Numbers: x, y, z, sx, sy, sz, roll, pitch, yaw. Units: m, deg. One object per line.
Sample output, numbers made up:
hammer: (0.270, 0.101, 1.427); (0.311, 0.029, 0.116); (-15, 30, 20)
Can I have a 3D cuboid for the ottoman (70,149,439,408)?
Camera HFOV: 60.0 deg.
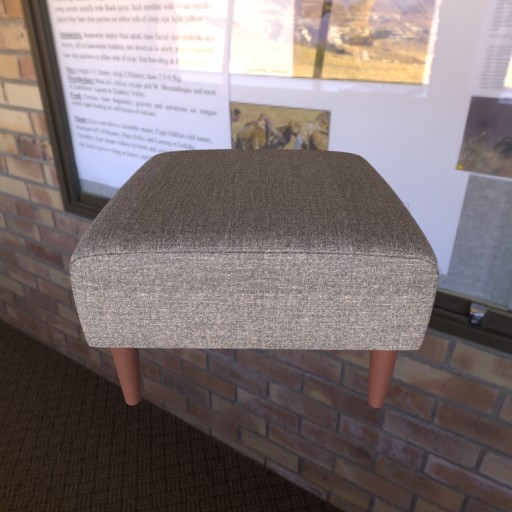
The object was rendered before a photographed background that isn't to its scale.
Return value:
ottoman: (0.000, 0.000, 1.081); (0.648, 0.399, 0.655); (0, 27, 1)
